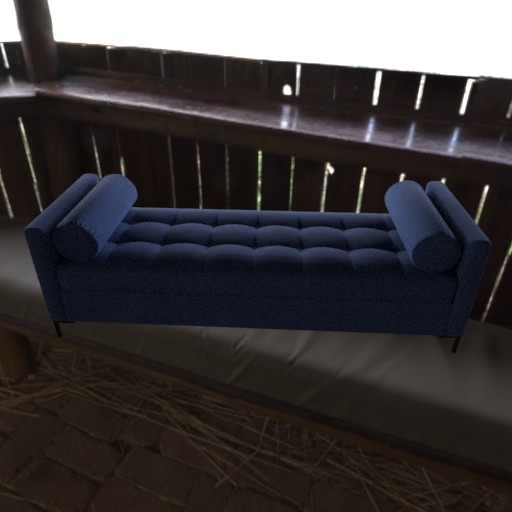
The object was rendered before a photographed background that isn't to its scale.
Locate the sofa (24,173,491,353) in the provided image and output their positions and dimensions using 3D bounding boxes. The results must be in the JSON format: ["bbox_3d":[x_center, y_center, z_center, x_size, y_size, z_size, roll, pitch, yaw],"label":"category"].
[{"bbox_3d":[0.000,0.000,2.302,1.981,0.635,0.686,2,31,3],"label":"sofa"}]
